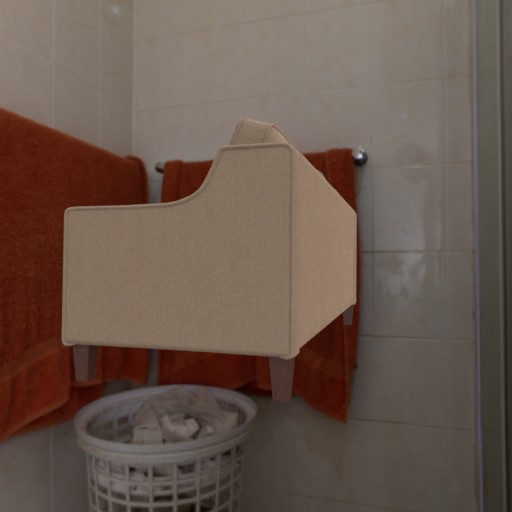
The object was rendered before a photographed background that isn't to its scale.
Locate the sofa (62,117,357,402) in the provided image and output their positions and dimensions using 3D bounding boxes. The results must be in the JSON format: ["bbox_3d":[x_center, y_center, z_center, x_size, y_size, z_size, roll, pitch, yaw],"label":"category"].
[{"bbox_3d":[0.000,0.000,2.467,0.911,0.974,1.986,0,-1,18],"label":"sofa"}]
